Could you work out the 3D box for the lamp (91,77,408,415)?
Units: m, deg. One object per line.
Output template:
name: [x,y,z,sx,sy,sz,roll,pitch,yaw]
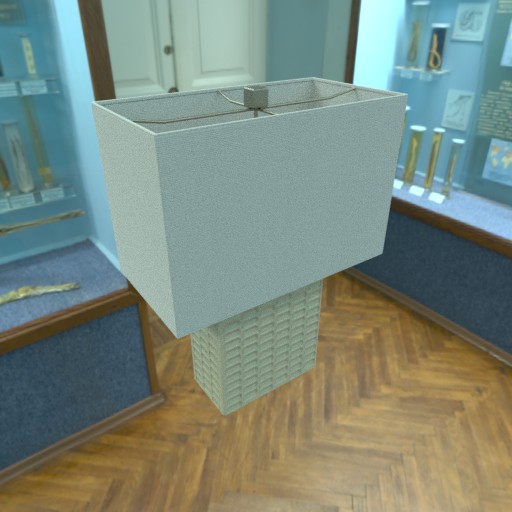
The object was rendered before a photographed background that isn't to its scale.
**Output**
lamp: [0.000,0.000,0.715,0.380,0.515,0.200,-19,35,-30]
